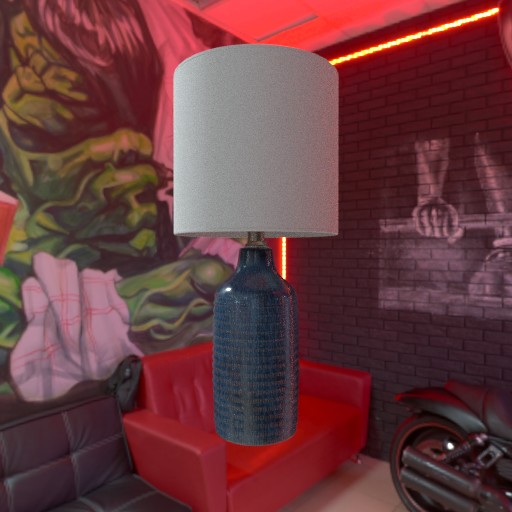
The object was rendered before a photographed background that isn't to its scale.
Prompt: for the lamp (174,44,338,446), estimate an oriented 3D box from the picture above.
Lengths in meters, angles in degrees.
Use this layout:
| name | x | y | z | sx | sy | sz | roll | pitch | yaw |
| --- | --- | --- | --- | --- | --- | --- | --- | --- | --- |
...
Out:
| name | x | y | z | sx | sy | sz | roll | pitch | yaw |
| --- | --- | --- | --- | --- | --- | --- | --- | --- | --- |
| lamp | 0.000 | 0.000 | 0.606 | 0.220 | 0.475 | 0.220 | 0 | 0 | -17 |
